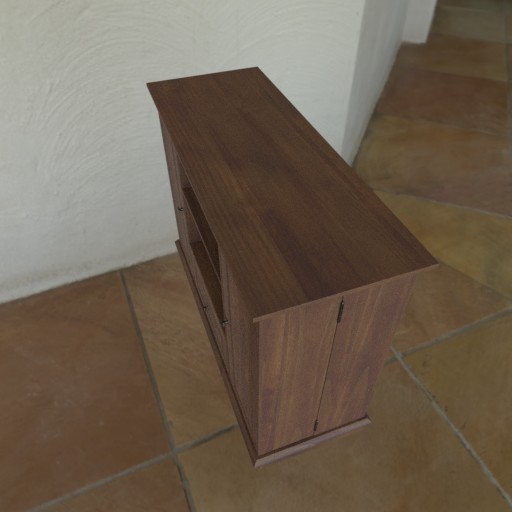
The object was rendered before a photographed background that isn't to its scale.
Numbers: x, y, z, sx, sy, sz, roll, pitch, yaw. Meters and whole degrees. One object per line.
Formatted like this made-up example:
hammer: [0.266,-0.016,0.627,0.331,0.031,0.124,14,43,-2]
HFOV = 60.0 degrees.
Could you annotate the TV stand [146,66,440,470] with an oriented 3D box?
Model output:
TV stand: [0.000,0.000,1.496,0.406,0.813,1.067,-15,47,-14]
